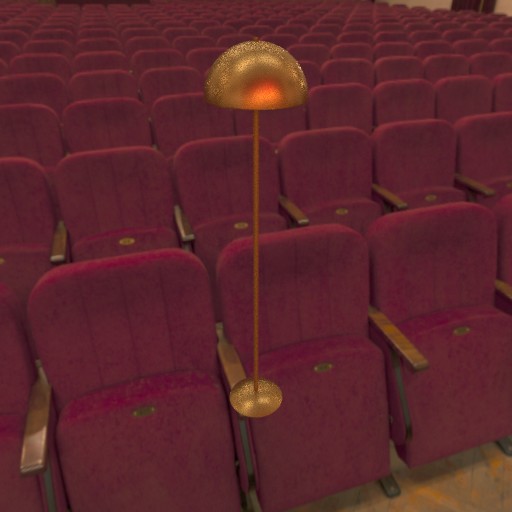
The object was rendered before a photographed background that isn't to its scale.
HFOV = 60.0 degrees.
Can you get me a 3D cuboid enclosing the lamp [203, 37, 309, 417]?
[{"bbox_3d":[0.000,0.000,1.670,0.328,1.480,0.328,-9,31,-15],"label":"lamp"}]
